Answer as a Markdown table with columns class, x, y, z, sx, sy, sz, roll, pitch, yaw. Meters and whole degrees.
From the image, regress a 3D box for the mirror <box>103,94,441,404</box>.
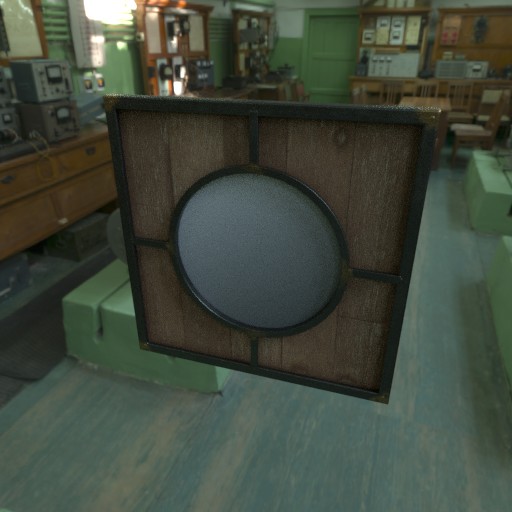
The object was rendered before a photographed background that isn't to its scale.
| class | x | y | z | sx | sy | sz | roll | pitch | yaw |
| --- | --- | --- | --- | --- | --- | --- | --- | --- | --- |
| mirror | 0.000 | 0.000 | 0.572 | 0.382 | 0.381 | 0.020 | 8 | 28 | 16 |
